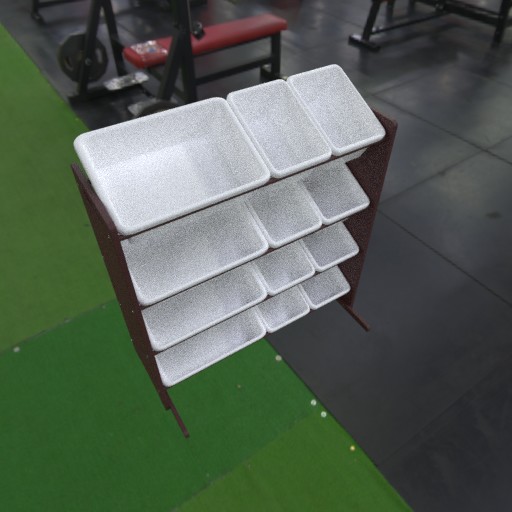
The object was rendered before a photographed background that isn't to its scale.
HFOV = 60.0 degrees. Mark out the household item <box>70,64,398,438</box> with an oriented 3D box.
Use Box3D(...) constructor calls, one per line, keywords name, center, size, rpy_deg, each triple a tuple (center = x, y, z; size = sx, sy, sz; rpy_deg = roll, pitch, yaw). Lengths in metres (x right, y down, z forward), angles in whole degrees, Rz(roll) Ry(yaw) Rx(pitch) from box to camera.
Box3D(name="household item", center=(0.000, 0.000, 1.315), size=(0.787, 0.864, 0.389), rpy_deg=(-24, 50, -22))
